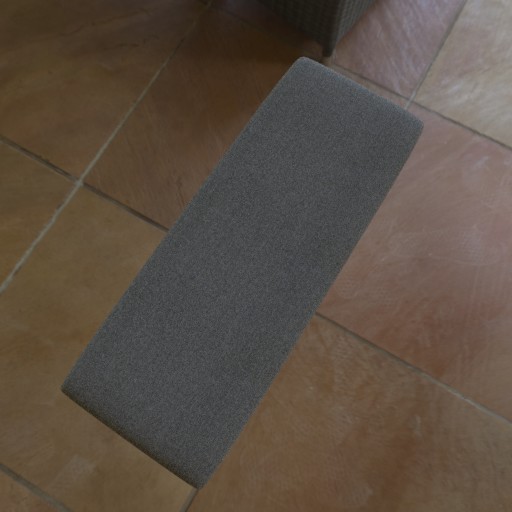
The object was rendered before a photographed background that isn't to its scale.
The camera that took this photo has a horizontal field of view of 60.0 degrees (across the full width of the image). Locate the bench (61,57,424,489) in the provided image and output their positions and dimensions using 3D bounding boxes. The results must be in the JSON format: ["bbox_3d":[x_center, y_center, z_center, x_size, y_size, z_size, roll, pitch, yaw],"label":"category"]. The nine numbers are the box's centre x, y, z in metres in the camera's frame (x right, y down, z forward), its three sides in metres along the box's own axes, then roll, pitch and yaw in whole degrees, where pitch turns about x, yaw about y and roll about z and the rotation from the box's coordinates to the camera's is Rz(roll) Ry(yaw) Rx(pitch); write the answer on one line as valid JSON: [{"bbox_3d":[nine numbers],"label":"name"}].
[{"bbox_3d":[0.000,0.000,1.788,0.631,0.384,1.598,32,78,8],"label":"bench"}]
